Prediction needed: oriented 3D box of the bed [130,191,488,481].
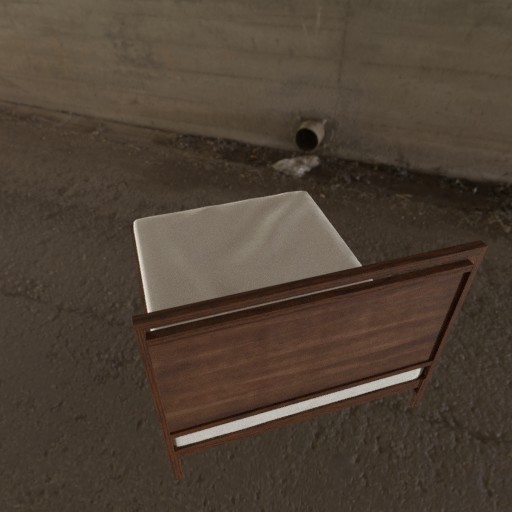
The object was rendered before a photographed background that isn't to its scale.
[{"bbox_3d":[0.000,0.000,3.323,1.765,1.487,2.218,-11,42,-13],"label":"bed"}]
